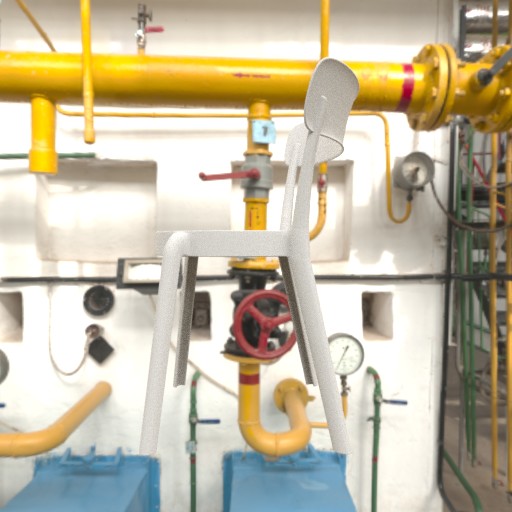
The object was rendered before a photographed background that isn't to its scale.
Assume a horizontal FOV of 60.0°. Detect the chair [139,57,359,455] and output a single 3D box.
[{"bbox_3d":[0.000,0.000,1.110,0.491,0.790,0.506,0,2,-1],"label":"chair"}]
